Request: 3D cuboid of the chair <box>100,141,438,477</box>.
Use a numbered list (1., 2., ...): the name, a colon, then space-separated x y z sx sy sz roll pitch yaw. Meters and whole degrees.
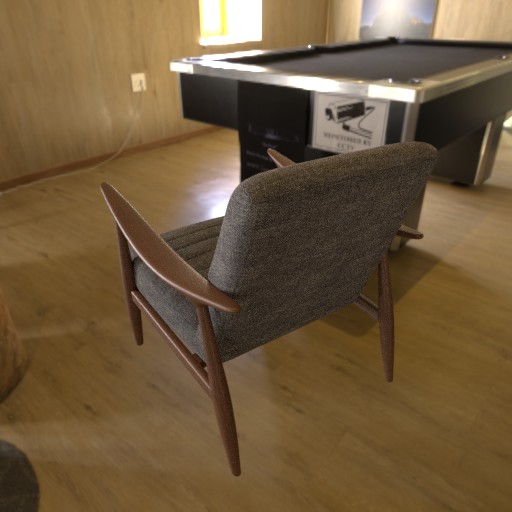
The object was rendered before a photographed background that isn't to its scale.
1. chair: 0.000 0.000 1.407 0.741 0.832 0.798 -19 35 -29
